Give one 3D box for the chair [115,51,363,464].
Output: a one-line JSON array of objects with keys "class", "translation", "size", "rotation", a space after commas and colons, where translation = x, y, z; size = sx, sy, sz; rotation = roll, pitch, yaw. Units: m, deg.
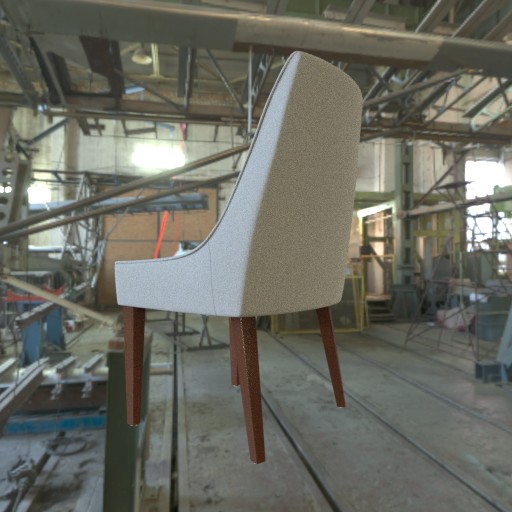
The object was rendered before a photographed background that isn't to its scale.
[{"class": "chair", "translation": [0.000, 0.000, 1.188], "size": [0.544, 0.861, 0.529], "rotation": [-1, -1, 34]}]
